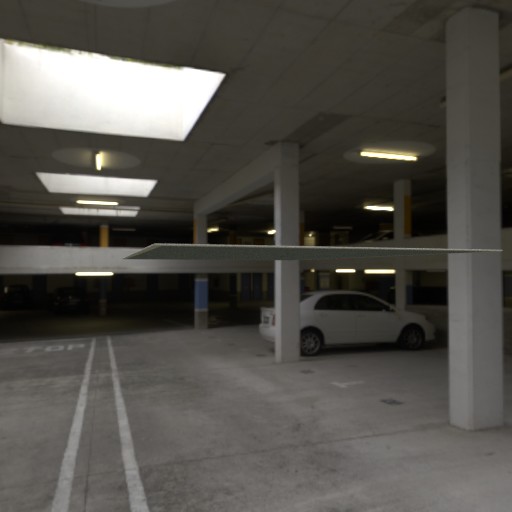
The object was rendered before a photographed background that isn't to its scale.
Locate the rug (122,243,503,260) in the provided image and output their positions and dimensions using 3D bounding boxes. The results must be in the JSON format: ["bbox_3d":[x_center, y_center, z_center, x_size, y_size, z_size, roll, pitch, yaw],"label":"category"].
[{"bbox_3d":[0.000,0.000,2.794,1.523,0.006,2.289,1,-2,-19],"label":"rug"}]
